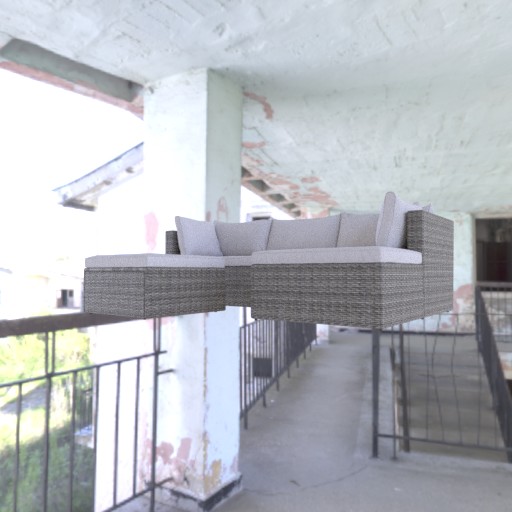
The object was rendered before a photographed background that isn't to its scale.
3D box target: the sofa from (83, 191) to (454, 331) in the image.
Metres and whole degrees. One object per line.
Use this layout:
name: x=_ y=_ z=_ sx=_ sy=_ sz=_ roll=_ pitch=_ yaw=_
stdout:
sofa: x=0.000 y=0.000 z=3.076 sx=2.192 sy=0.766 sz=1.662 roll=-2 pitch=-3 yaw=37
